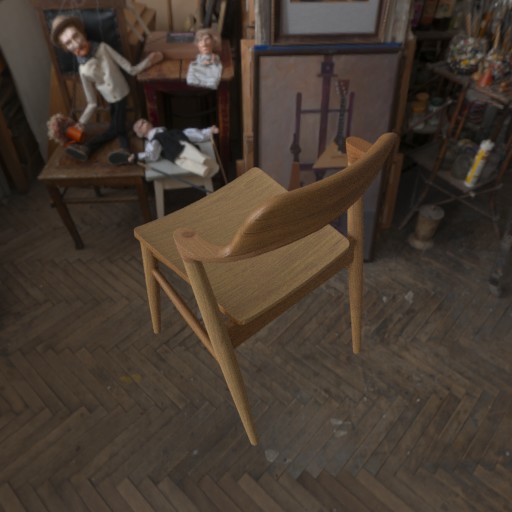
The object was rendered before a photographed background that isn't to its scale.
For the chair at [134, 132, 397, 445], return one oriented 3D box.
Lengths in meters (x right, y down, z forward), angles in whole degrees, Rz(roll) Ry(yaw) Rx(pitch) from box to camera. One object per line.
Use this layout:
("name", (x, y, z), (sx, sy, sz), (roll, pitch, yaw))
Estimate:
("chair", (0.000, 0.000, 1.140), (0.512, 0.792, 0.499), (-32, 54, -27))
